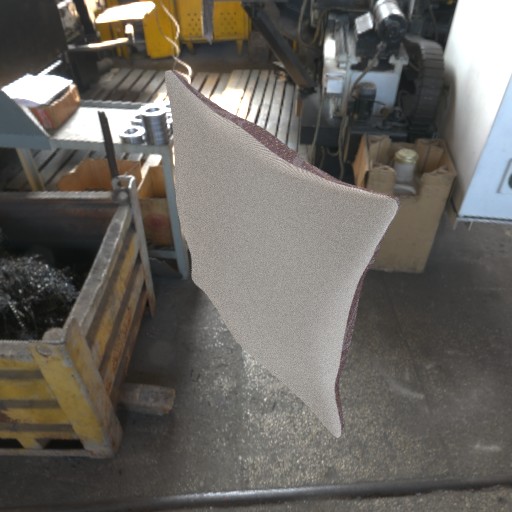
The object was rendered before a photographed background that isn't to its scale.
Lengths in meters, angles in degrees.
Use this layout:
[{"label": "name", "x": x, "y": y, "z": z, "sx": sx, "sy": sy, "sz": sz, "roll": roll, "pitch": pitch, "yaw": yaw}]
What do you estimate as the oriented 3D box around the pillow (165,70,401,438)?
[{"label": "pillow", "x": 0.000, "y": 0.000, "z": 0.790, "sx": 0.163, "sy": 0.513, "sz": 0.514, "roll": -26, "pitch": 47, "yaw": -27}]
